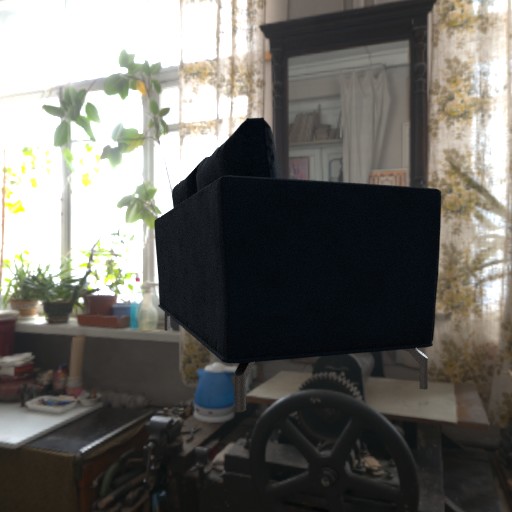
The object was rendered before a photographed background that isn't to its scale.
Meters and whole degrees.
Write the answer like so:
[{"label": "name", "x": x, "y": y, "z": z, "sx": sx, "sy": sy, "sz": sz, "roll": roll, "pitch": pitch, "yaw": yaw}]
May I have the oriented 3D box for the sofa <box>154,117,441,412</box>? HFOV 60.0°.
[{"label": "sofa", "x": 0.000, "y": 0.000, "z": 2.325, "sx": 0.853, "sy": 1.002, "sz": 1.770, "roll": 0, "pitch": 0, "yaw": -19}]
